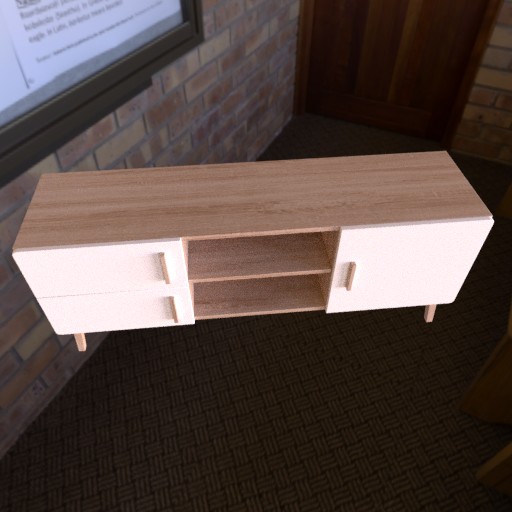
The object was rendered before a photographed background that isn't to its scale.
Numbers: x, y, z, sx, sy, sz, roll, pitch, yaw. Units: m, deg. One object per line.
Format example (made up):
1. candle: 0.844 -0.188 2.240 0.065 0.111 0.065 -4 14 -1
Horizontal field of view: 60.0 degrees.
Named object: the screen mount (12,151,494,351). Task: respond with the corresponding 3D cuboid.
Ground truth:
1. screen mount: 0.000 0.000 1.700 1.500 0.570 0.420 -4 46 -4
